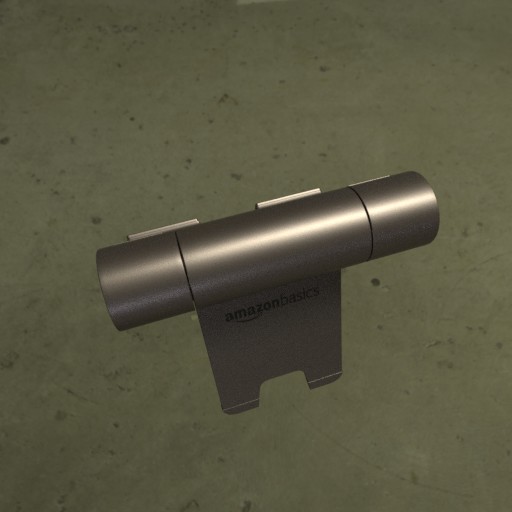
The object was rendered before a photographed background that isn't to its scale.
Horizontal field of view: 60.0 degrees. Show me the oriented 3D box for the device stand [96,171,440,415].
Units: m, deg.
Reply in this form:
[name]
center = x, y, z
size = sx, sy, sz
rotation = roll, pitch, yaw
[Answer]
[device stand]
center = 0.000, 0.000, 0.154
size = 0.088, 0.084, 0.079
rotation = -15, 59, -9
